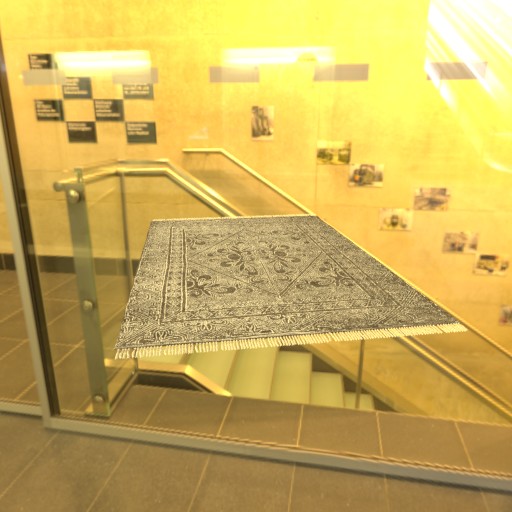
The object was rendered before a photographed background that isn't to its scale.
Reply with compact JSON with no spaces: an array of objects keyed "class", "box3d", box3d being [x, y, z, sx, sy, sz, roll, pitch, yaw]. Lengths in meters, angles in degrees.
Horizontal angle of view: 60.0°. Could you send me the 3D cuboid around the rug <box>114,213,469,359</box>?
[{"class":"rug","box3d":[0.000,0.000,2.976,1.529,0.010,2.440,-3,18,-9]}]
